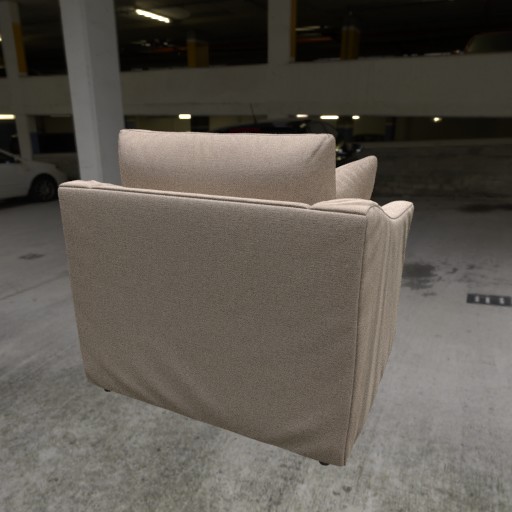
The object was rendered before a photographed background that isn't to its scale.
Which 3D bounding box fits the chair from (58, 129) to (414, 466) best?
[{"bbox_3d":[0.000,0.000,1.972,1.194,1.093,1.071,8,20,24],"label":"chair"}]
